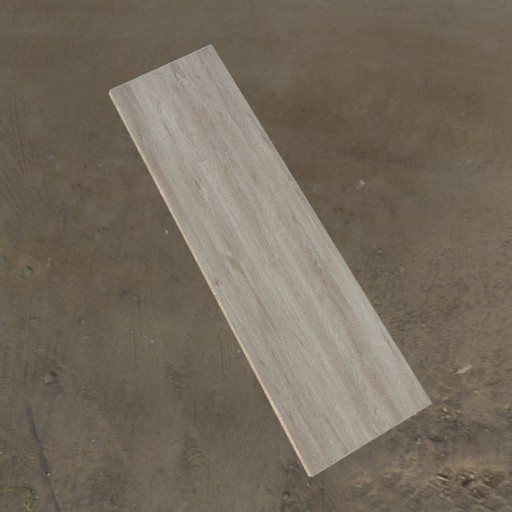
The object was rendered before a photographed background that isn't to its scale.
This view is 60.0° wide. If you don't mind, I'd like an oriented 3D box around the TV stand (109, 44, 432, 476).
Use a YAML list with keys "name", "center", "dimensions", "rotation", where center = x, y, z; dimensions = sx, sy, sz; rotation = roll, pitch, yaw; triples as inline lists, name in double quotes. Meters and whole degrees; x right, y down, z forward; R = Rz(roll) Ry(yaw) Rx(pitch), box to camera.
- name: "TV stand"
  center: [0.000, 0.000, 1.594]
  dimensions: [0.401, 0.565, 1.313]
  rotation: [-28, 76, -7]
